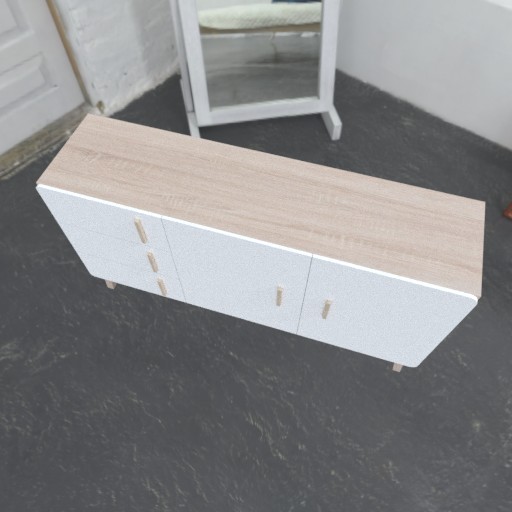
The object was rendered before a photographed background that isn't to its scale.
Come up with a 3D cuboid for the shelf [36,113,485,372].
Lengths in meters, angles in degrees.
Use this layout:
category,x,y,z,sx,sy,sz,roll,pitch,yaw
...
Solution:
category,x,y,z,sx,sy,sz,roll,pitch,yaw
shelf,0.000,0.000,1.835,1.490,0.780,0.400,15,59,9
